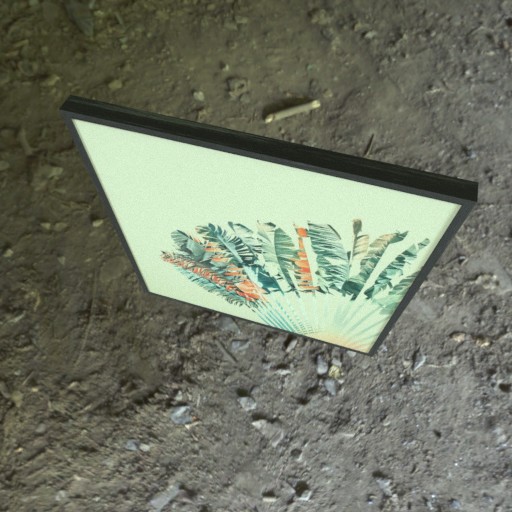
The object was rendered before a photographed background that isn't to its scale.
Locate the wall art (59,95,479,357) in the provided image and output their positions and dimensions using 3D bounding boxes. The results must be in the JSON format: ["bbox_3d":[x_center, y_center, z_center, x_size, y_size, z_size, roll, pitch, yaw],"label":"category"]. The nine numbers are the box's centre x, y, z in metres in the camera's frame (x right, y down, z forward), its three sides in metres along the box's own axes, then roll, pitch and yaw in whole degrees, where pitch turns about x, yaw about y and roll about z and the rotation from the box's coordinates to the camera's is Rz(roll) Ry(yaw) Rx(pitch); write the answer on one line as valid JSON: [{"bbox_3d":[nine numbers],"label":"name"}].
[{"bbox_3d":[0.000,0.000,1.109,0.762,0.758,0.043,15,59,9],"label":"wall art"}]
